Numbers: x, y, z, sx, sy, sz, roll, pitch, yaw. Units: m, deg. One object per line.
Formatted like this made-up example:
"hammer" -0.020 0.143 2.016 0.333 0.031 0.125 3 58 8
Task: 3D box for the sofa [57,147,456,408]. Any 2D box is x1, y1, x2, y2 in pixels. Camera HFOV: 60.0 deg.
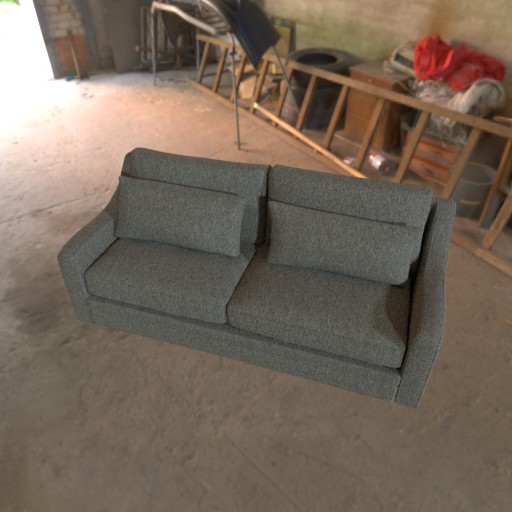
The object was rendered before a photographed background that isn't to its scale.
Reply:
"sofa" 0.000 0.000 2.996 2.418 0.998 1.103 11 41 13
